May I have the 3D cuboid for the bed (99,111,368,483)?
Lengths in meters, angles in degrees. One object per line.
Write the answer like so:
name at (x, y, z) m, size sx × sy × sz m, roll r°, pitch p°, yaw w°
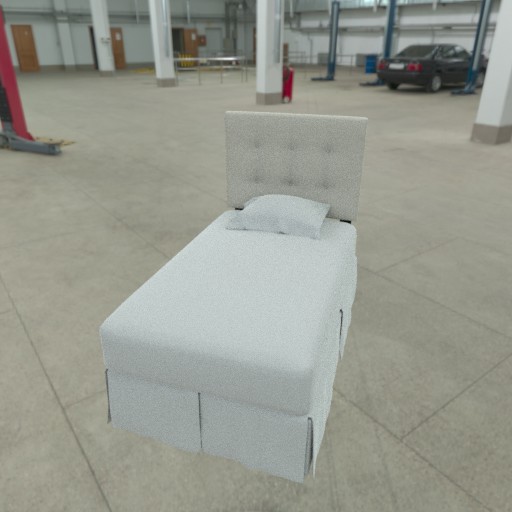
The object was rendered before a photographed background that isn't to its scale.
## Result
bed at (0.000, 0.000, 2.968) m, size 1.261 × 1.571 × 1.997 m, roll 8°, pitch 27°, yaw 16°
